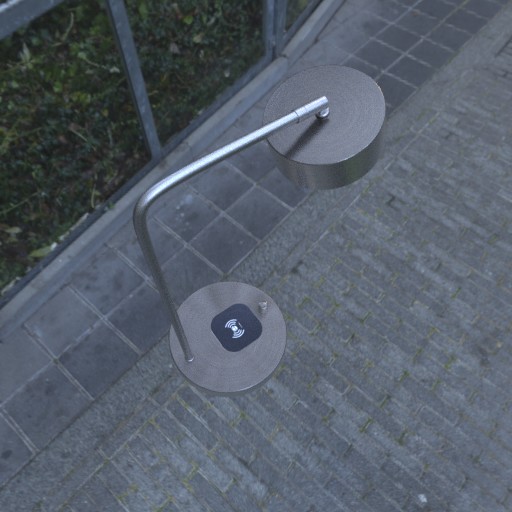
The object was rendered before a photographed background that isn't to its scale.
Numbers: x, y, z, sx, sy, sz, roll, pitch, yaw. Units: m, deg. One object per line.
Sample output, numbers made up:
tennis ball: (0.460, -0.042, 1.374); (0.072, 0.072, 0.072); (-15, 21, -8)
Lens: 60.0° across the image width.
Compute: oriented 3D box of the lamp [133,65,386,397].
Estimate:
lamp: (0.000, 0.000, 0.636); (0.334, 0.469, 0.211); (-31, 63, -18)
